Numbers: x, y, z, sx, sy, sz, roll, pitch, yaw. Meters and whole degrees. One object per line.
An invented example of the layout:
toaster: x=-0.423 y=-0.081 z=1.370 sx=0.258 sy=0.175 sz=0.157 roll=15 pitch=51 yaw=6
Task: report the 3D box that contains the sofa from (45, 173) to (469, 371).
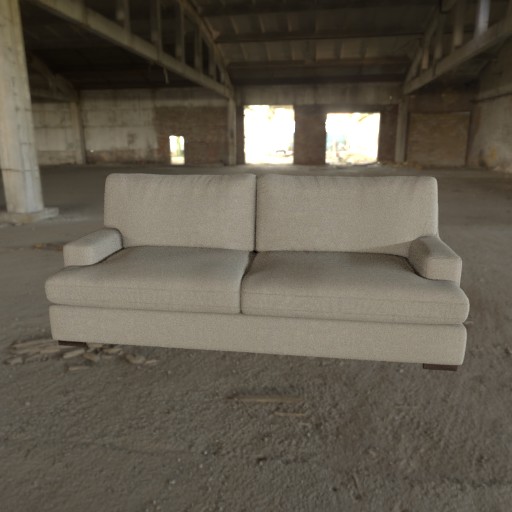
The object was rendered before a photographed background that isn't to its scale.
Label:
sofa: x=0.000 y=0.000 z=2.790 sx=2.354 sy=0.980 sz=0.962 roll=2 pitch=14 yaw=8
